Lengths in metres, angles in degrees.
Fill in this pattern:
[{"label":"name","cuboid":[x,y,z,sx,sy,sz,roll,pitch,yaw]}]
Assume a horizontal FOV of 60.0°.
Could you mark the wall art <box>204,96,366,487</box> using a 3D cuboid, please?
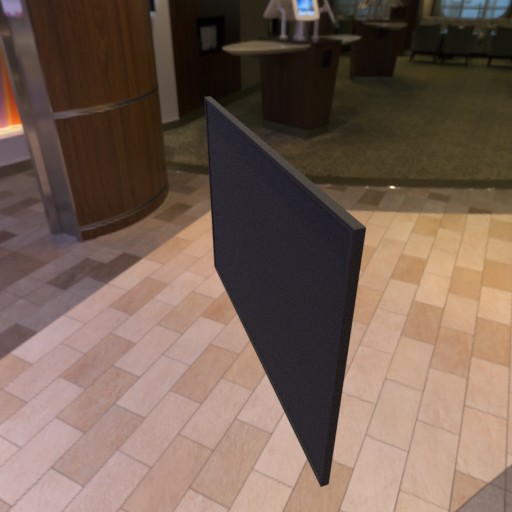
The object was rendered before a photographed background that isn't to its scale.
[{"label":"wall art","cuboid":[0.000,0.000,1.499,0.028,0.805,1.190,-10,33,-16]}]
